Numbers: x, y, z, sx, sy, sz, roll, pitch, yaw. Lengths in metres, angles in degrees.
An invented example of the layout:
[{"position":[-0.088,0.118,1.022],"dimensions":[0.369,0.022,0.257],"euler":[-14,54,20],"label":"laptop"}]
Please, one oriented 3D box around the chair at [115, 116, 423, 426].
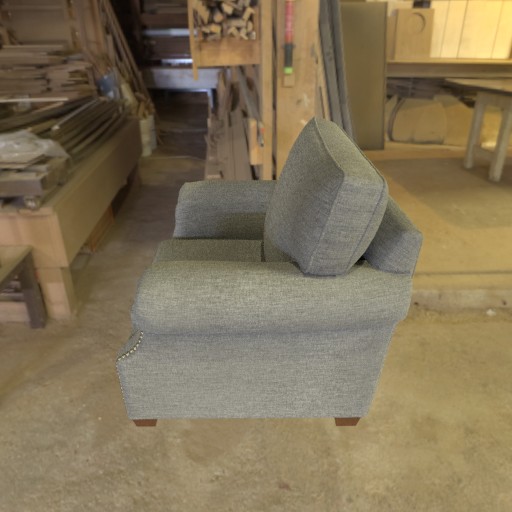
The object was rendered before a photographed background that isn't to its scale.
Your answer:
[{"position":[0.000,0.000,1.807],"dimensions":[0.965,0.961,1.092],"euler":[0,27,-1],"label":"chair"}]
